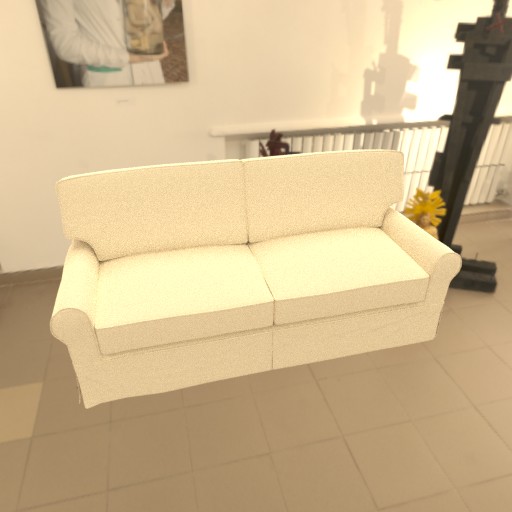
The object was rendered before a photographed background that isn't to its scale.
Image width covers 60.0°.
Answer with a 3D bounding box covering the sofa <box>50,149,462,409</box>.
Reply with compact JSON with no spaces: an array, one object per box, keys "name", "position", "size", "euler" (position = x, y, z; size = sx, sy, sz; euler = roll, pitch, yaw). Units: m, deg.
[{"name":"sofa","position":[0.000,0.000,2.440],"size":[2.021,0.937,0.862],"euler":[-8,32,-12]}]
